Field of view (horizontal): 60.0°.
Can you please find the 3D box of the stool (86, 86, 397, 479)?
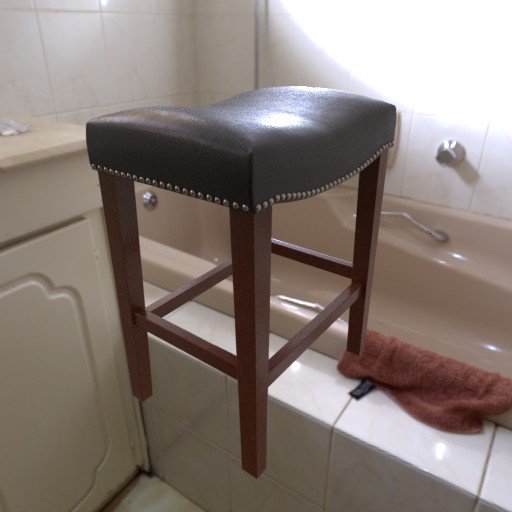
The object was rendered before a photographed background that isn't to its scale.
[{"bbox_3d":[0.000,0.000,0.964,0.372,0.654,0.504,19,32,32],"label":"stool"}]
